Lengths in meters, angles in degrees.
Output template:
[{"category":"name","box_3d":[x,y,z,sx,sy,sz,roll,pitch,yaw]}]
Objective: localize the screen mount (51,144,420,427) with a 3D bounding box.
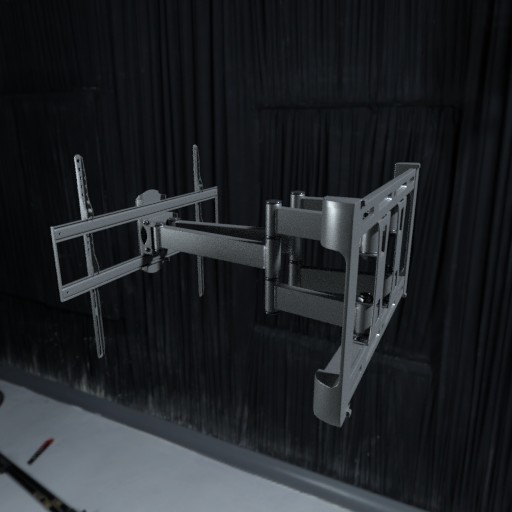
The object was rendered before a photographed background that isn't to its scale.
[{"category":"screen mount","box_3d":[0.000,0.000,1.080,0.644,0.491,0.661,8,19,25]}]
